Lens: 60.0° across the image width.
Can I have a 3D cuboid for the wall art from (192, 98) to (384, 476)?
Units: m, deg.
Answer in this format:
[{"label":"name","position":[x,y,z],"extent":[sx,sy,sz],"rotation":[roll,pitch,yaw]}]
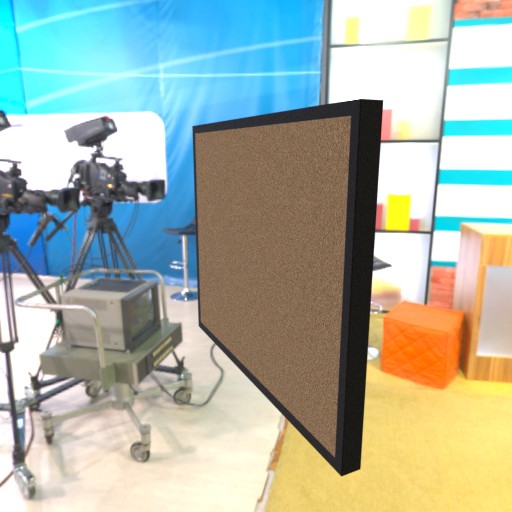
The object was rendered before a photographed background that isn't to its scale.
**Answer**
[{"label":"wall art","position":[0.000,0.000,0.758],"extent":[0.030,0.454,0.554],"rotation":[-6,15,-25]}]
